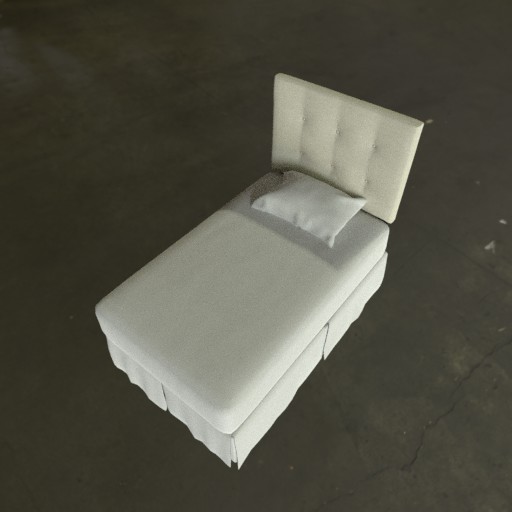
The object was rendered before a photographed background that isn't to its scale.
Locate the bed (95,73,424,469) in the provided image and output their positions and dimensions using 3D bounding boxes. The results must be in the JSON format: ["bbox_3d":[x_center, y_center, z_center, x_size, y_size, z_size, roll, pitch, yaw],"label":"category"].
[{"bbox_3d":[0.000,0.000,3.047,1.261,1.571,1.997,30,54,25],"label":"bed"}]
